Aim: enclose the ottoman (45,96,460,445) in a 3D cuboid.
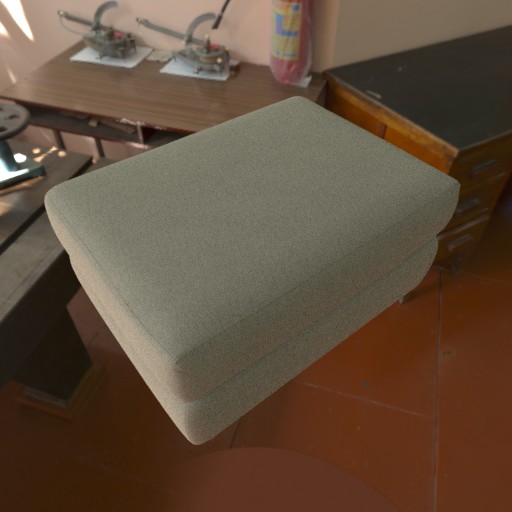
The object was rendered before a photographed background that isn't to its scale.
[{"bbox_3d":[0.000,0.000,1.107,0.773,0.504,0.569,-29,52,-26],"label":"ottoman"}]
